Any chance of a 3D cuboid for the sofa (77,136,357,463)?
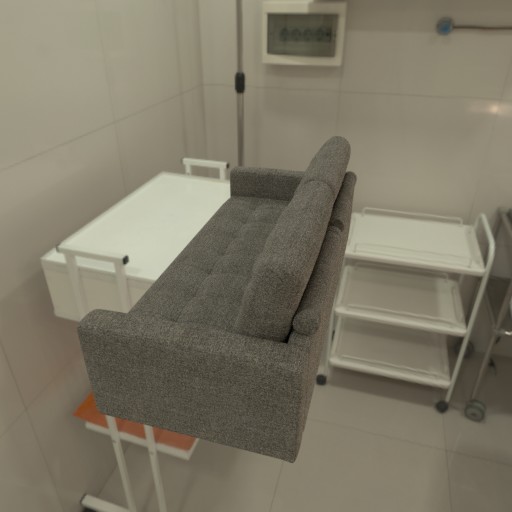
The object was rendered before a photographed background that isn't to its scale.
[{"bbox_3d":[0.000,0.000,2.310,0.863,0.902,1.821,8,31,14],"label":"sofa"}]
